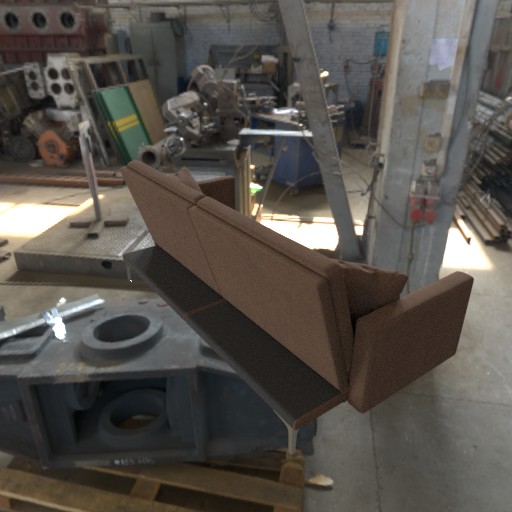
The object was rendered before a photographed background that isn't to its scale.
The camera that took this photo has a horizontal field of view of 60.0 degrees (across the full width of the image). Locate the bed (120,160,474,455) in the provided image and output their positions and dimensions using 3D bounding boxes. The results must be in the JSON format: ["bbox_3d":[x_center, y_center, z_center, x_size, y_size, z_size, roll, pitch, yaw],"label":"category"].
[{"bbox_3d":[0.000,0.000,2.366,0.889,0.787,1.905,-18,31,-32],"label":"bed"}]
